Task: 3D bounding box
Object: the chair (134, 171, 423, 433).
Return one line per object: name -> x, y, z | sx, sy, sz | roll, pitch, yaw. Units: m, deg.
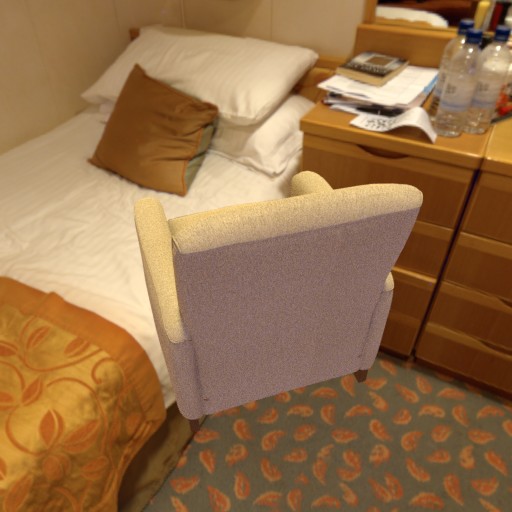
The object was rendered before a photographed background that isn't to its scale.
chair -> 0.000, 0.000, 1.706 | 0.848, 1.014, 0.864 | -12, 41, -14
